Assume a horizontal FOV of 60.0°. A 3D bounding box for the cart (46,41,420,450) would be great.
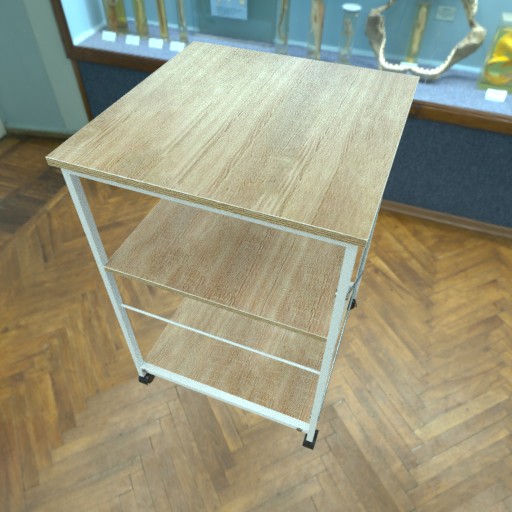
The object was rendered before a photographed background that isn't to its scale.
[{"bbox_3d":[0.000,0.000,1.085,0.520,0.762,0.521,16,48,15],"label":"cart"}]
